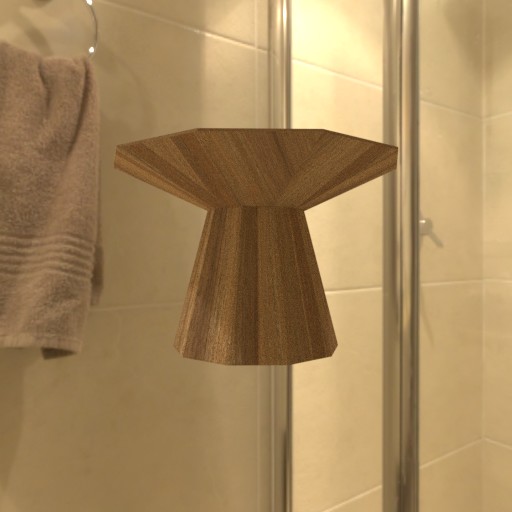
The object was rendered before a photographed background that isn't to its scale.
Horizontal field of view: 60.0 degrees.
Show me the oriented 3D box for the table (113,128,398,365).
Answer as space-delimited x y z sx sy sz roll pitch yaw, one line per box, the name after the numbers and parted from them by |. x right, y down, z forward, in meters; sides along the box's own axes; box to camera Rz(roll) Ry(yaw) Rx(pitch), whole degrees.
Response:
0.000 0.000 1.859 1.186 0.752 1.186 0 0 0 | table
